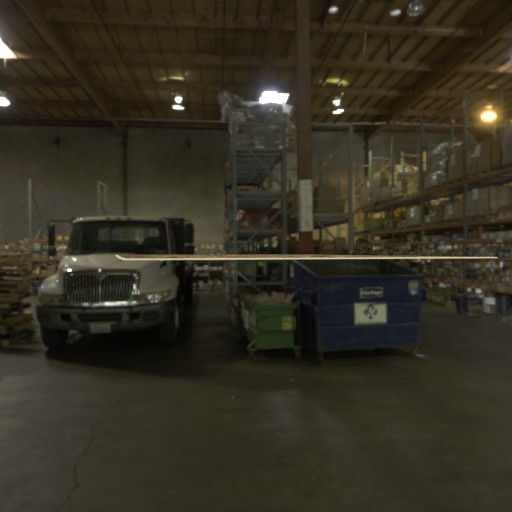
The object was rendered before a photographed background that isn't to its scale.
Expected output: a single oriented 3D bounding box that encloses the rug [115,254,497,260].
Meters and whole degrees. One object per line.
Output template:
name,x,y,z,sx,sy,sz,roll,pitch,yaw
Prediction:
rug,0.000,0.000,3.959,2.380,0.008,2.977,0,1,-18
